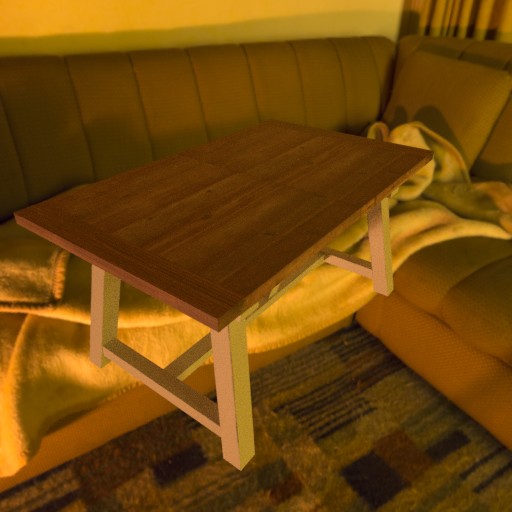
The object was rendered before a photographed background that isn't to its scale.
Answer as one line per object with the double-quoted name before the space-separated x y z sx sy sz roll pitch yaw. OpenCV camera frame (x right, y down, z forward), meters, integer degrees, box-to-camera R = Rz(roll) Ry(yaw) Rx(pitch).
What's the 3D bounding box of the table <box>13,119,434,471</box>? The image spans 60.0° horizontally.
"table" 0.000 0.000 1.968 0.922 0.743 1.503 22 38 31
